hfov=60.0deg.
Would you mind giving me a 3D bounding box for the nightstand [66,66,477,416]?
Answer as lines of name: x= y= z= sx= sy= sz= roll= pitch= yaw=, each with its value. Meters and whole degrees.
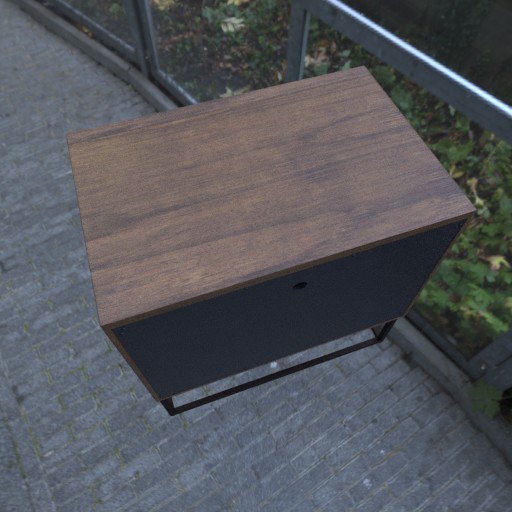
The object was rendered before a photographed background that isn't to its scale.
nightstand: x=0.000 y=0.000 z=1.031 sx=0.610 sy=0.610 sz=0.437 roll=-17 pitch=59 yaw=-10
